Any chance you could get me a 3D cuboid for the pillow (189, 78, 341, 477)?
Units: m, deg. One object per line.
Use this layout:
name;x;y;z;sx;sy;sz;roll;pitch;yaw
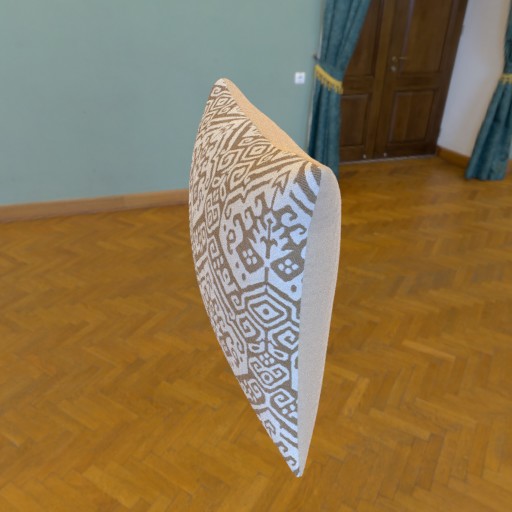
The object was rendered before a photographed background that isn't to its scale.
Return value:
pillow;0.000;0.000;0.623;0.173;0.407;0.419;-8;33;-12
